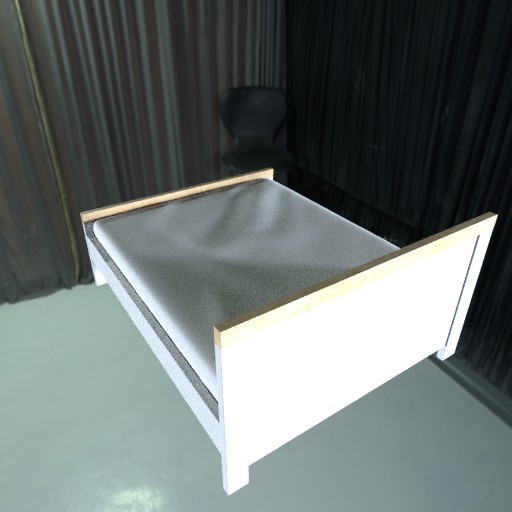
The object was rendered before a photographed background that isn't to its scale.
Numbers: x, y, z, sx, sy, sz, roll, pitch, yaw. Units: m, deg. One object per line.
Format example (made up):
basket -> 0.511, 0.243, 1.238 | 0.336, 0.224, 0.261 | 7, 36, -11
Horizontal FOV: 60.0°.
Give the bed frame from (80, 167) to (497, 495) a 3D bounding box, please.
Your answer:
bed frame -> 0.000, 0.000, 2.903 | 1.670, 0.980, 2.050 | -19, 36, -28
